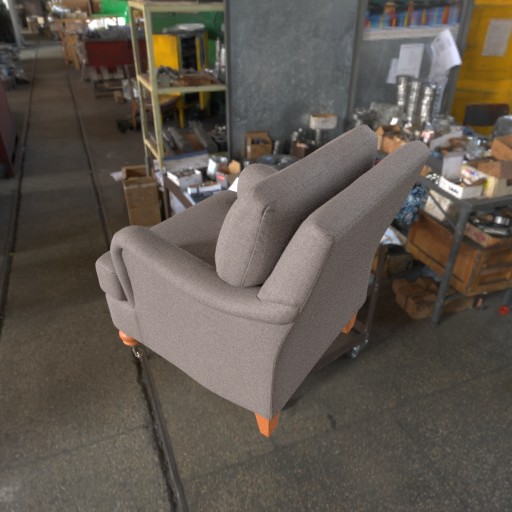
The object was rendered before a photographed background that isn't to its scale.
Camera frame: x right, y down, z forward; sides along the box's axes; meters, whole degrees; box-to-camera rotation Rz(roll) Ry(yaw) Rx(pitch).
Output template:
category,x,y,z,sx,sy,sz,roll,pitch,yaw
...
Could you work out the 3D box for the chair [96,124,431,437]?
category,x,y,z,sx,sy,sz,roll,pitch,yaw
chair,0.000,0.000,1.907,1.070,1.038,0.955,20,37,29
